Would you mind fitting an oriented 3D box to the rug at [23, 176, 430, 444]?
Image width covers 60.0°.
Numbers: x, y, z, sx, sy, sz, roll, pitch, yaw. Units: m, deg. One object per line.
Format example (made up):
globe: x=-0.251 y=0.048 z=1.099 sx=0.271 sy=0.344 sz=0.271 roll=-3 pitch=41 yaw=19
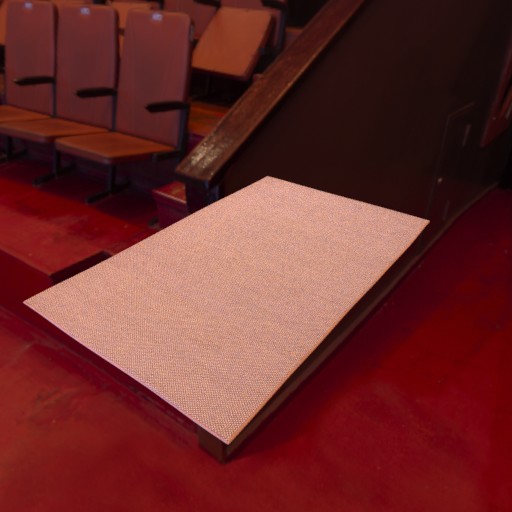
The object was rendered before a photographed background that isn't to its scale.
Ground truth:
rug: x=0.000 y=0.000 z=2.062 sx=1.078 sy=0.013 sz=1.678 roll=22 pitch=38 yaw=31
